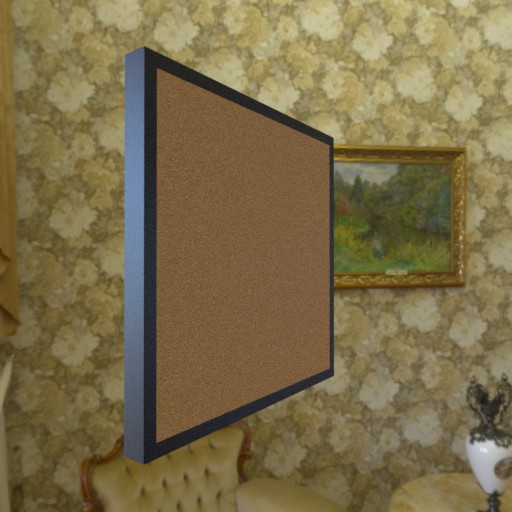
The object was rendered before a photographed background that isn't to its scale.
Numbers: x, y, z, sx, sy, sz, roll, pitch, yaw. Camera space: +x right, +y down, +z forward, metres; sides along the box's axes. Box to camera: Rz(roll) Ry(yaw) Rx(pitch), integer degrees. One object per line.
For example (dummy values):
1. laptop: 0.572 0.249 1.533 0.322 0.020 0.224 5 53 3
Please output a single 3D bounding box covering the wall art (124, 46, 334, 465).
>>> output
1. wall art: 0.000 0.000 0.752 0.038 0.508 0.508 0 -1 36
